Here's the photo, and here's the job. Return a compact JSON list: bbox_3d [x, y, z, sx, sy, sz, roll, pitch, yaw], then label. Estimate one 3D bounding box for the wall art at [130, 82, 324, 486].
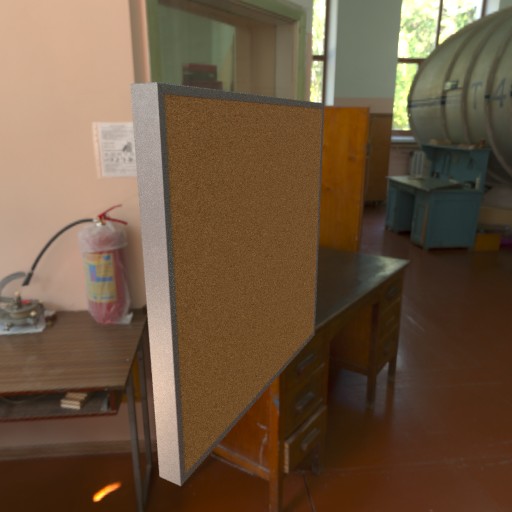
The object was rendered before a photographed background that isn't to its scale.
[{"bbox_3d":[0.000,0.000,0.514,0.028,0.349,0.349,8,18,27],"label":"wall art"}]
